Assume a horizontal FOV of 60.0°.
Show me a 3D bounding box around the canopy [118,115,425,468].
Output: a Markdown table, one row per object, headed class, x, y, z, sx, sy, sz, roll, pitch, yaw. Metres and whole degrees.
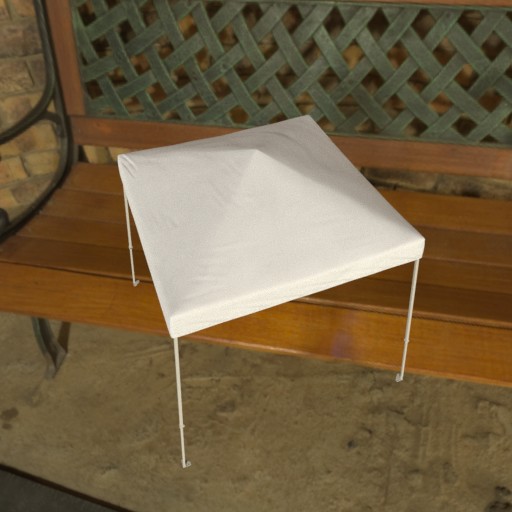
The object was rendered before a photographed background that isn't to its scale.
| class | x | y | z | sx | sy | sz | roll | pitch | yaw |
| --- | --- | --- | --- | --- | --- | --- | --- | --- | --- |
| canopy | 0.000 | 0.000 | 6.422 | 3.599 | 3.600 | 3.600 | -16 | 49 | -15 |
